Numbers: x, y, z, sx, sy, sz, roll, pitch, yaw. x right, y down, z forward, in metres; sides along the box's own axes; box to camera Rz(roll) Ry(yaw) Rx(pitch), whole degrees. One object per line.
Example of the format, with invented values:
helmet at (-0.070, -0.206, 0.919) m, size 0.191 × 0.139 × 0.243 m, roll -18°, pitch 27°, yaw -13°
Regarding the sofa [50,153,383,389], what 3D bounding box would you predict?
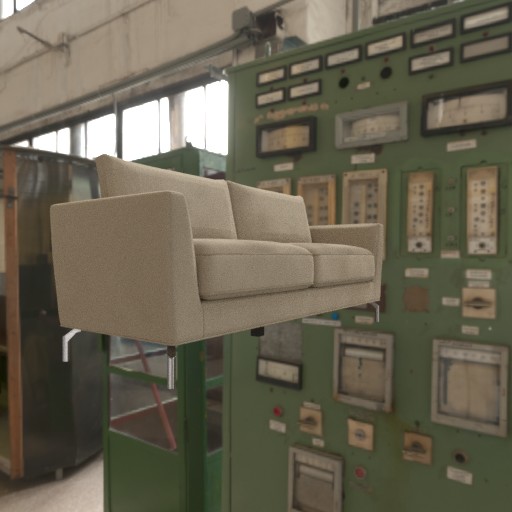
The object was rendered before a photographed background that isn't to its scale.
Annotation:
sofa at (0.000, 0.000, 2.769) m, size 0.868 × 1.005 × 2.214 m, roll 0°, pitch 0°, yaw 36°
